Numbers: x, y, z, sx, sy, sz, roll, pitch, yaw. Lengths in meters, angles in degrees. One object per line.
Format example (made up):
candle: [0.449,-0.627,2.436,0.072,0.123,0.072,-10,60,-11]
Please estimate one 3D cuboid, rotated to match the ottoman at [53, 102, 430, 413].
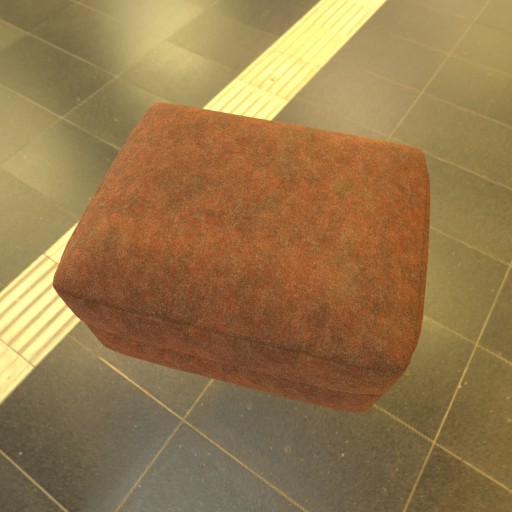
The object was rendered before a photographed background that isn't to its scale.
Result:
ottoman: [0.000,0.000,1.159,0.787,0.508,0.635,12,59,8]
